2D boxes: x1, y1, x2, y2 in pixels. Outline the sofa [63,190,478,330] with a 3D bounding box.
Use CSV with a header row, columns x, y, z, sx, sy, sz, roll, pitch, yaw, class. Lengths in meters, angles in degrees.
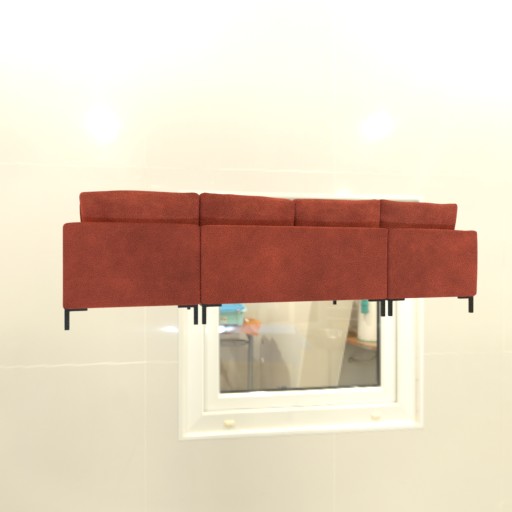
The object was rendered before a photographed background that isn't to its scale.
x,y,z,sx,sy,sz,roll,pitch,yaw,class
0.000,0.000,3.898,2.971,0.858,1.981,0,0,-16,sofa
